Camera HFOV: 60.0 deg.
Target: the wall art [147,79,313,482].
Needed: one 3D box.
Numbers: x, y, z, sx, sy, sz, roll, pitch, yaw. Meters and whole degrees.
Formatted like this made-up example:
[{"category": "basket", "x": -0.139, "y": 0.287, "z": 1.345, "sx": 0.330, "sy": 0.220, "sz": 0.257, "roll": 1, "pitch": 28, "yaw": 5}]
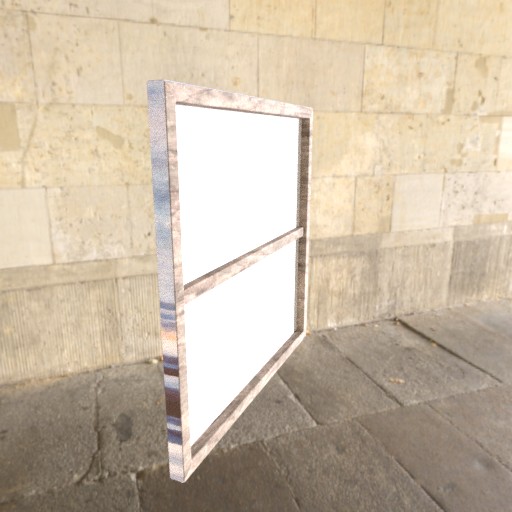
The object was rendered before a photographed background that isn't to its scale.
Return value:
[{"category": "wall art", "x": 0.000, "y": 0.000, "z": 1.112, "sx": 0.035, "sy": 0.747, "sz": 0.747, "roll": 7, "pitch": 16, "yaw": 24}]
